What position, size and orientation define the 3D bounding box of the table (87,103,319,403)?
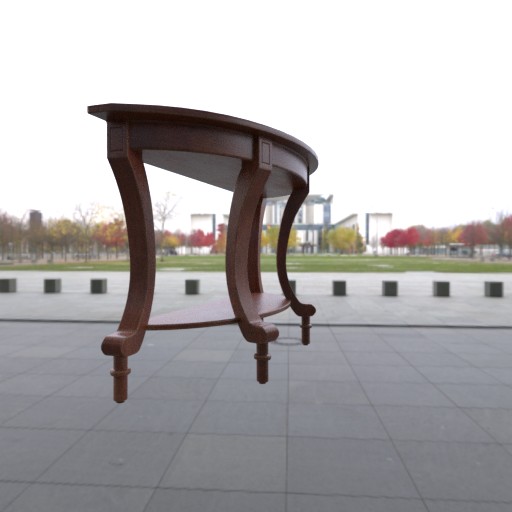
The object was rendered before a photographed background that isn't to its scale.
[{"bbox_3d":[0.000,0.000,1.513,0.394,0.699,1.198,0,1,19],"label":"table"}]
